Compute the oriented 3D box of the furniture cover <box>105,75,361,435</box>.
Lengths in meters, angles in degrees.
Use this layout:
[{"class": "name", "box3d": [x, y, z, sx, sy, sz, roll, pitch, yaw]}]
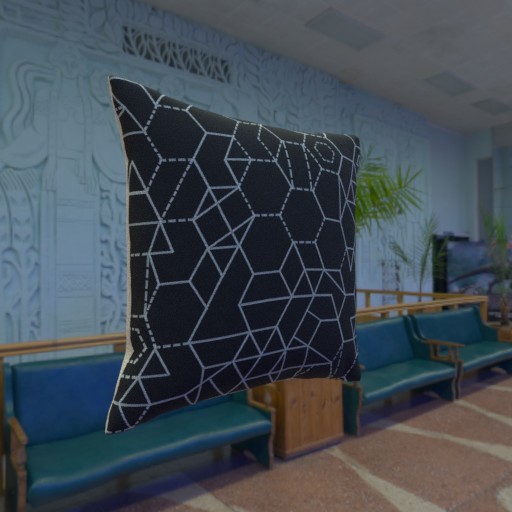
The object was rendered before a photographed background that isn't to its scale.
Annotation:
[{"class": "furniture cover", "box3d": [0.000, 0.000, 0.773, 0.517, 0.508, 0.158, 1, -1, -35]}]
